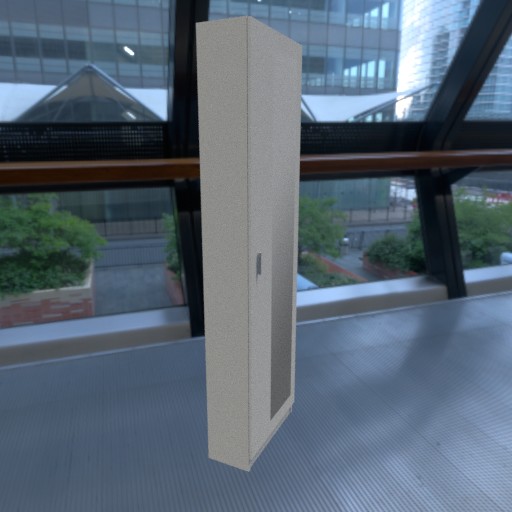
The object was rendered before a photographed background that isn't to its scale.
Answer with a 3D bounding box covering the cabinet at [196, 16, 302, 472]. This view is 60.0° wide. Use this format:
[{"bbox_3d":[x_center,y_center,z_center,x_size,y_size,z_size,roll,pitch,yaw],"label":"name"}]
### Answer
[{"bbox_3d":[0.000,0.000,1.957,0.230,1.790,0.500,7,15,25],"label":"cabinet"}]
